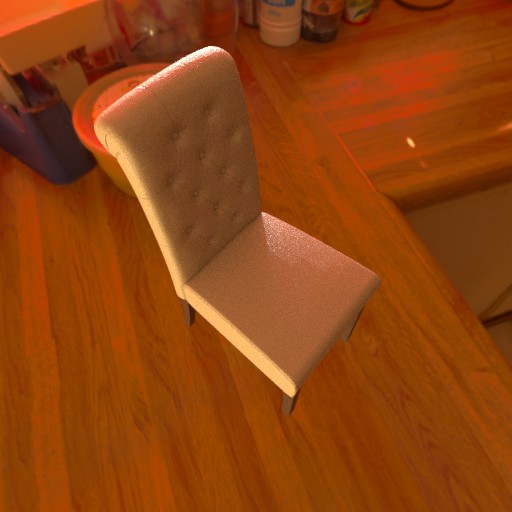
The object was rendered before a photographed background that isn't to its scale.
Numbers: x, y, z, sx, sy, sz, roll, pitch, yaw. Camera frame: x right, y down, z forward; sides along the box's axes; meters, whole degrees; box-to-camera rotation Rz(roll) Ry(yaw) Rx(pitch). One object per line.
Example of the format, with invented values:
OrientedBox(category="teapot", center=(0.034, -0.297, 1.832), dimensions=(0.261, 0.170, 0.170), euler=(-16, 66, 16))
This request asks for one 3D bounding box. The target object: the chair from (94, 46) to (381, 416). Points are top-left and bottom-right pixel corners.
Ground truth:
OrientedBox(category="chair", center=(0.000, 0.000, 1.375), dimensions=(0.671, 1.006, 0.456), euler=(35, 63, 21))
